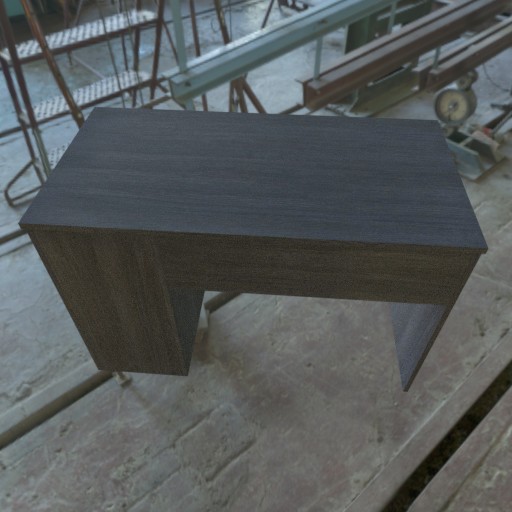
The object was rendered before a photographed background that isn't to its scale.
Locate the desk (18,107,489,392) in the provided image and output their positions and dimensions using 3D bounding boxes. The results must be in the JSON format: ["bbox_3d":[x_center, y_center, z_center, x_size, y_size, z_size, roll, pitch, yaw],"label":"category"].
[{"bbox_3d":[0.000,0.000,1.482,1.096,0.730,0.560,3,47,3],"label":"desk"}]
